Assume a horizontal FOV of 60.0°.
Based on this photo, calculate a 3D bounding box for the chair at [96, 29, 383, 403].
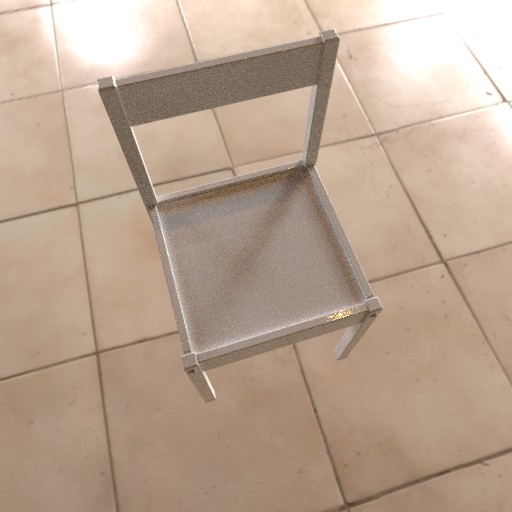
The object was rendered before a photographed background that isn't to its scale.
[{"bbox_3d":[0.000,0.000,0.673,0.285,0.505,0.285,-16,64,-8],"label":"chair"}]
